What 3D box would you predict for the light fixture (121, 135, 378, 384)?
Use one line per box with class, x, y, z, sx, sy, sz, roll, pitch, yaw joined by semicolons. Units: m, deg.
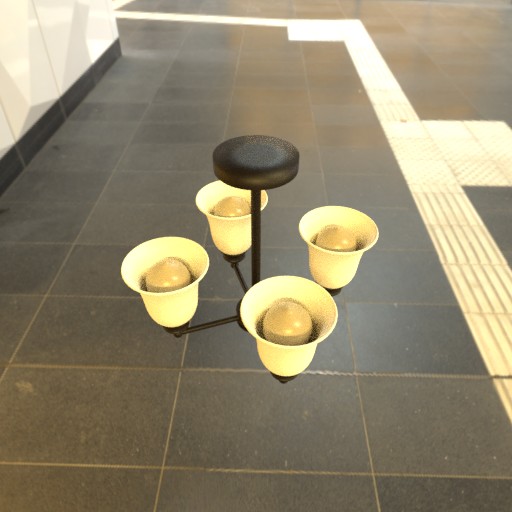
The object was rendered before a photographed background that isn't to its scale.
light fixture;0.000;0.000;1.832;1.069;0.925;1.069;-12;42;-14
